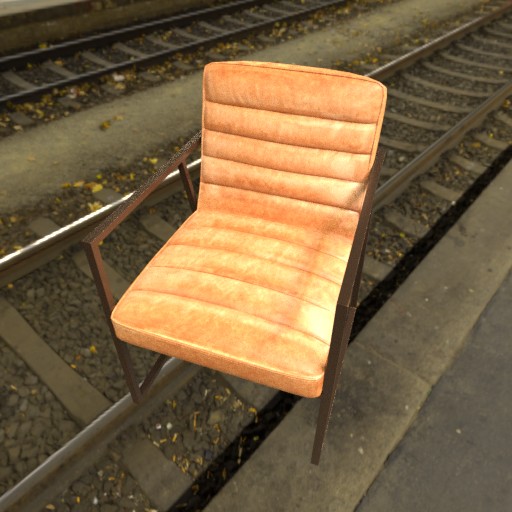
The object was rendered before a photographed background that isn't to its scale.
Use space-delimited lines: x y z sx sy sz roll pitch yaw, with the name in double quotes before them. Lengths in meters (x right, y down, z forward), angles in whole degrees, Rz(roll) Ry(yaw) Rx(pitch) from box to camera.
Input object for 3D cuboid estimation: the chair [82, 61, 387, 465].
"chair" 0.000 0.000 1.212 0.571 0.832 0.677 13 42 15
